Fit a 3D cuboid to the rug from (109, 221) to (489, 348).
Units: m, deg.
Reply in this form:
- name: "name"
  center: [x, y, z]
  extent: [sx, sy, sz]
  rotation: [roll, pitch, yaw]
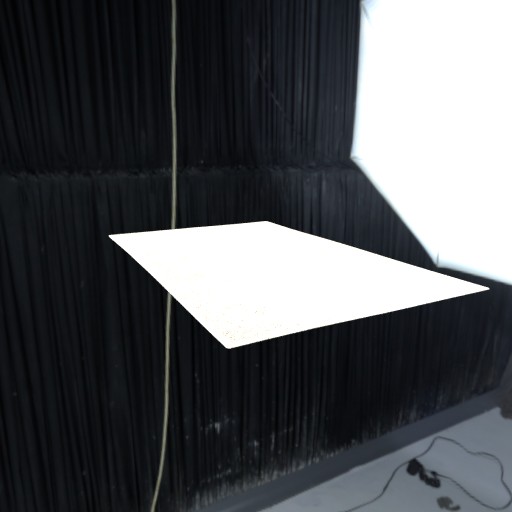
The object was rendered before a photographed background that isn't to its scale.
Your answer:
- name: "rug"
  center: [0.000, 0.000, 3.049]
  extent: [1.529, 0.012, 2.435]
  rotation: [-7, 16, -27]
